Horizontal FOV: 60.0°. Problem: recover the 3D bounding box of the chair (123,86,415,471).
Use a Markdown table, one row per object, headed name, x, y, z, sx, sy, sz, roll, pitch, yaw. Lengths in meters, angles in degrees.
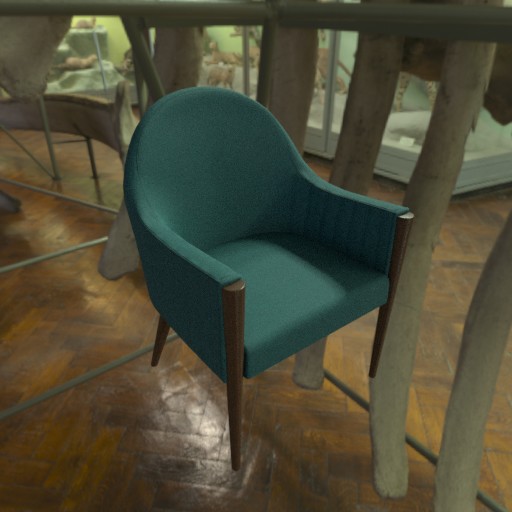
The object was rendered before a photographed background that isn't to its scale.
| name | x | y | z | sx | sy | sz | roll | pitch | yaw |
| --- | --- | --- | --- | --- | --- | --- | --- | --- | --- |
| chair | 0.000 | 0.000 | 1.365 | 0.656 | 0.907 | 0.652 | -21 | 36 | -32 |
